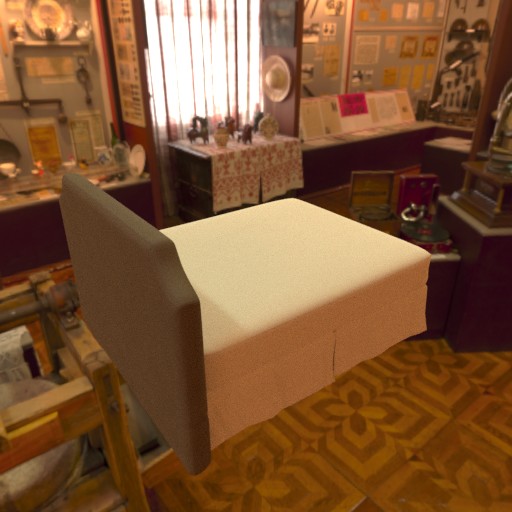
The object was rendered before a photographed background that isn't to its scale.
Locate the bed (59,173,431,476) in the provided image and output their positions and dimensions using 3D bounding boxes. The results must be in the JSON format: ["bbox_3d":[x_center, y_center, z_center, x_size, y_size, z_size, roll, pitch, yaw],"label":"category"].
[{"bbox_3d":[0.000,0.000,3.270,2.181,1.297,1.831,-18,32,-32],"label":"bed"}]
